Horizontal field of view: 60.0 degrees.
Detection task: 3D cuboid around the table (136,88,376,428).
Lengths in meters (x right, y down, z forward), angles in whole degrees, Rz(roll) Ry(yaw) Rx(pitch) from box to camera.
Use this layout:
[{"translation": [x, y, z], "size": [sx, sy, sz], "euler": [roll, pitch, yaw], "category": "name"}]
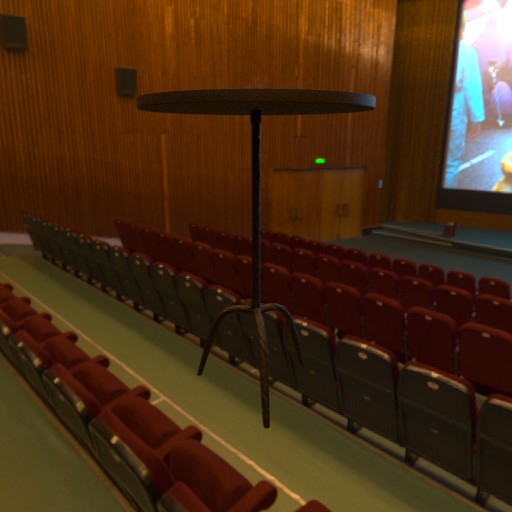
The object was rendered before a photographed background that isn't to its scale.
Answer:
[{"translation": [0.000, 0.000, 1.051], "size": [0.502, 0.700, 0.502], "euler": [-14, 21, -42], "category": "table"}]
